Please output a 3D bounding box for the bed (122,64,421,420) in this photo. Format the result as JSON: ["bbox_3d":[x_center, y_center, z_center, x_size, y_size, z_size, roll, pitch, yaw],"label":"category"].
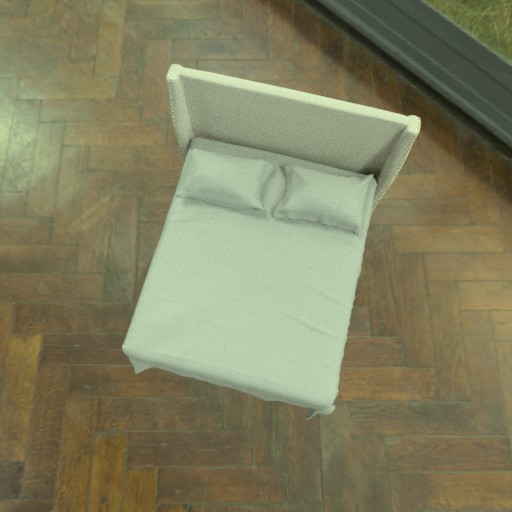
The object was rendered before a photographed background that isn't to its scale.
[{"bbox_3d":[0.000,0.000,3.582,1.925,1.332,2.276,14,74,4],"label":"bed"}]
